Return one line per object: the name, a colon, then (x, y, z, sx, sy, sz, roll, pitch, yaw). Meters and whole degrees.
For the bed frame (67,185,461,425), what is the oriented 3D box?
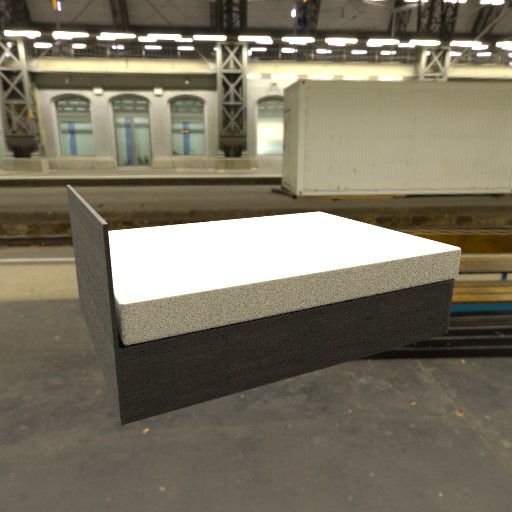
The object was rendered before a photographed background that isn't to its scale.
bed frame: (0.000, 0.000, 2.645, 1.900, 0.800, 1.400, -8, 17, -26)
